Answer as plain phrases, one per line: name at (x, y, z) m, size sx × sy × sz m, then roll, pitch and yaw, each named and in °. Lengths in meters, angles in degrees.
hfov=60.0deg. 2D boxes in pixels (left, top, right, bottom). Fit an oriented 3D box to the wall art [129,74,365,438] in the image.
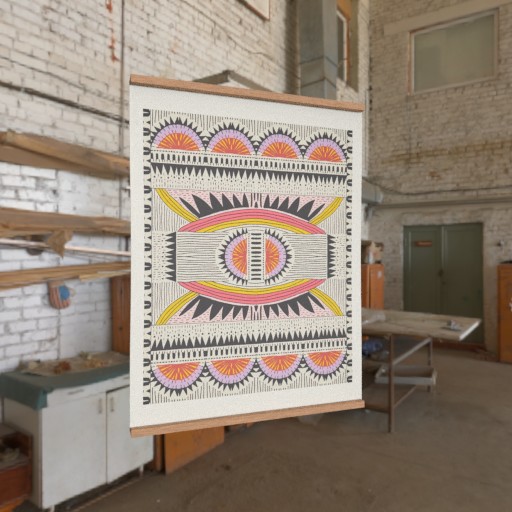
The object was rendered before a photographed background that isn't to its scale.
wall art at (0.000, 0.000, 0.830) m, size 0.456 × 0.609 × 0.028 m, roll 0°, pitch 0°, yaw -19°
